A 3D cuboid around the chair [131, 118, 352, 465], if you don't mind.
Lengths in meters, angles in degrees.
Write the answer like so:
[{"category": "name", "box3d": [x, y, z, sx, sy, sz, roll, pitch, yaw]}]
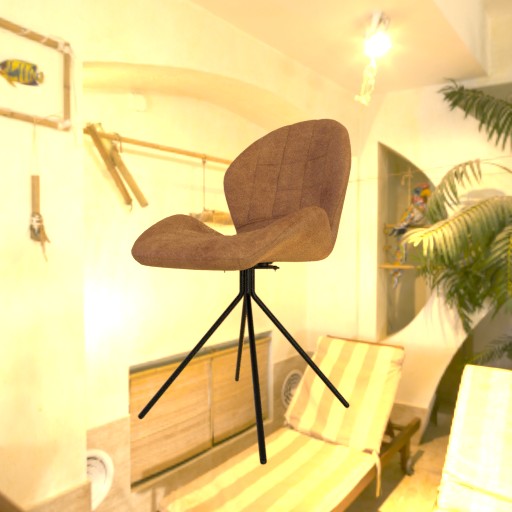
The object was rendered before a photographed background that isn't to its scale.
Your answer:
[{"category": "chair", "box3d": [0.000, 0.000, 1.330, 0.527, 0.929, 0.640, 1, 2, 37]}]
